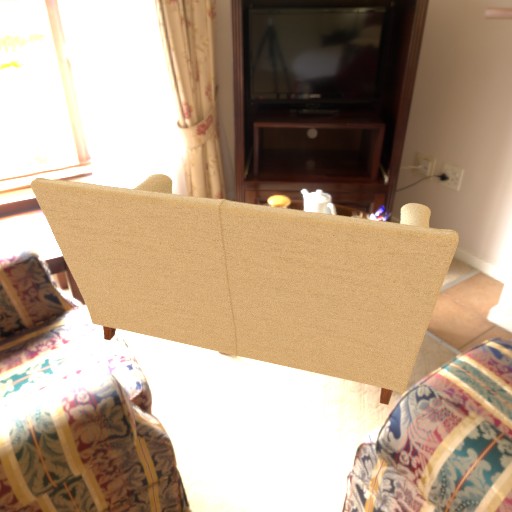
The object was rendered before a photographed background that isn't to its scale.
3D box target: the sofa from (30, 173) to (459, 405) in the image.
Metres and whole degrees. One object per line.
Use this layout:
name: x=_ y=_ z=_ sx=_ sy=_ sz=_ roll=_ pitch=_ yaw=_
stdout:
sofa: x=0.000 y=0.000 z=2.023 sx=1.482 sy=0.892 sz=0.891 roll=9 pitch=32 yaw=15
